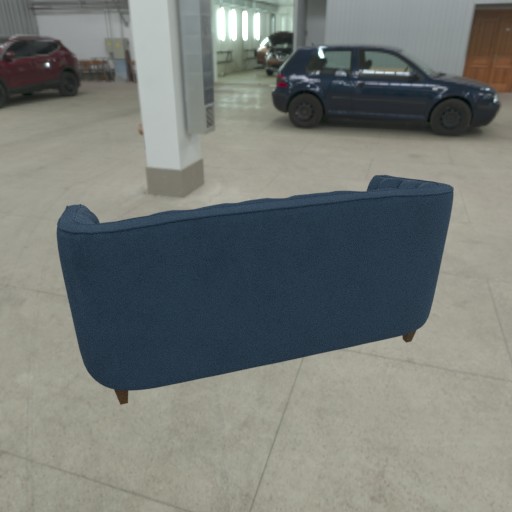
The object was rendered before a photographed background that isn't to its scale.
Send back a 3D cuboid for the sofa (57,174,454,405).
[{"bbox_3d":[0.000,0.000,2.214,1.733,0.854,0.941,-8,27,-16],"label":"sofa"}]
